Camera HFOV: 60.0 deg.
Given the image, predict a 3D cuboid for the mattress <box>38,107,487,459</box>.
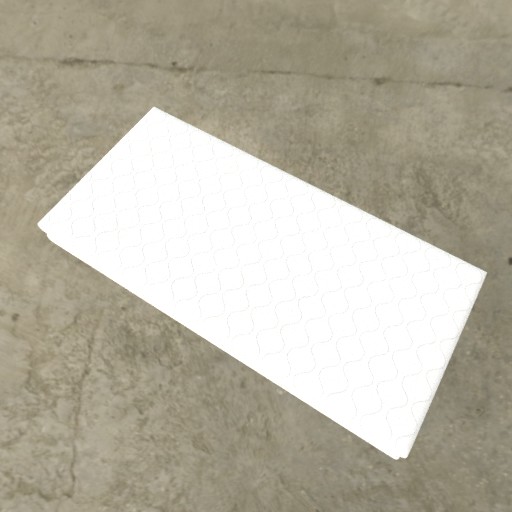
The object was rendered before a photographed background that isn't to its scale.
[{"bbox_3d":[0.000,0.000,2.120,1.900,0.200,0.900,29,67,14],"label":"mattress"}]
